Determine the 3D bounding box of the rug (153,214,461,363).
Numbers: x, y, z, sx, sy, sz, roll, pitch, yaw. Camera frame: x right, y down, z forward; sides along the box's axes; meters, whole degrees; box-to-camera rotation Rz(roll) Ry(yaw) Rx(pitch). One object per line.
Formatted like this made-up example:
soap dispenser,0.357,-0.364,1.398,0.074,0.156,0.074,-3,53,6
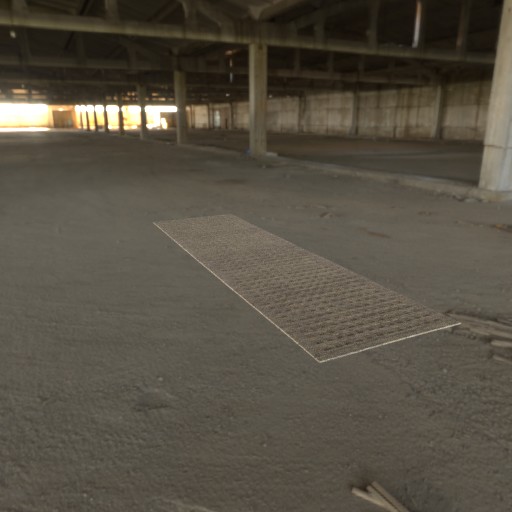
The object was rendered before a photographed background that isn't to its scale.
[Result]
rug,0.000,0.000,2.743,0.706,0.009,2.443,-8,19,-25
